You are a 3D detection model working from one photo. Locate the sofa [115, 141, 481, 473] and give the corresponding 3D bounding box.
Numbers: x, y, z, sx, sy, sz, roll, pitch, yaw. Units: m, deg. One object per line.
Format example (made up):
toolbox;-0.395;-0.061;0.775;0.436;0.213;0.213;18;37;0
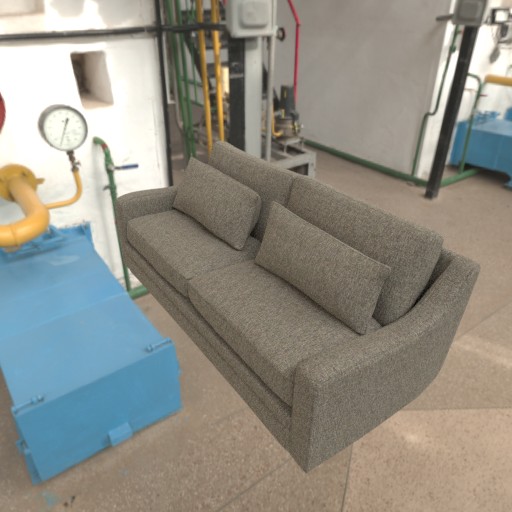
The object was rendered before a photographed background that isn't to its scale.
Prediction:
sofa;0.000;0.000;2.964;1.103;0.998;2.418;-20;37;-30
